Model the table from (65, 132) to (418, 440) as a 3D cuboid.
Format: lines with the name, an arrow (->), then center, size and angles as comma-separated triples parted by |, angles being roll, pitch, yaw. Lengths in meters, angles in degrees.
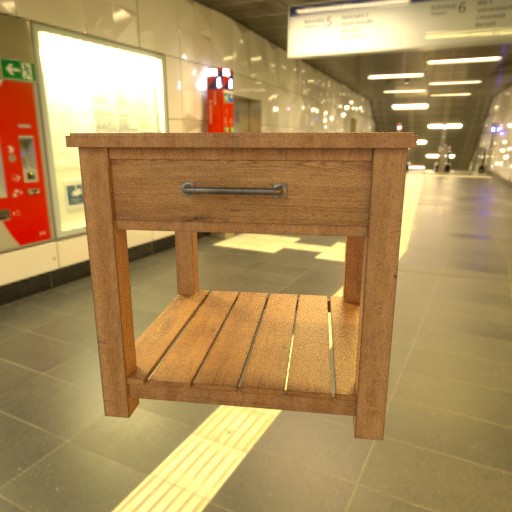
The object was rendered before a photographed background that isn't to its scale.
table -> 0.000, 0.000, 1.122 | 0.616, 0.593, 0.612 | 2, 15, 8
